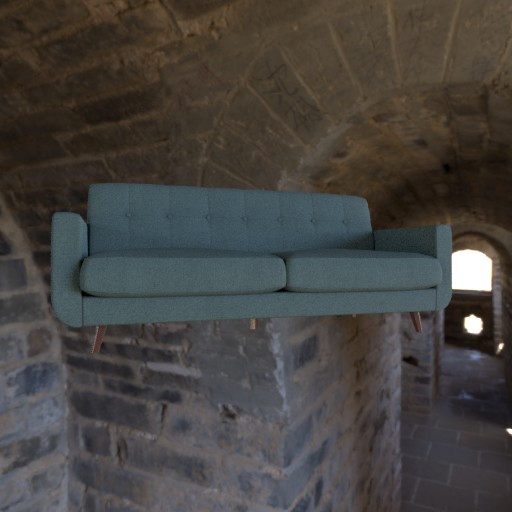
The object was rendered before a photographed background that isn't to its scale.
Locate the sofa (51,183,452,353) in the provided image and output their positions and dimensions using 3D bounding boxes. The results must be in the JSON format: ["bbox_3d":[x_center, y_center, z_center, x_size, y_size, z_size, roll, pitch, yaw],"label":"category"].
[{"bbox_3d":[0.000,0.000,2.498,2.029,0.841,0.909,0,-1,-19],"label":"sofa"}]
